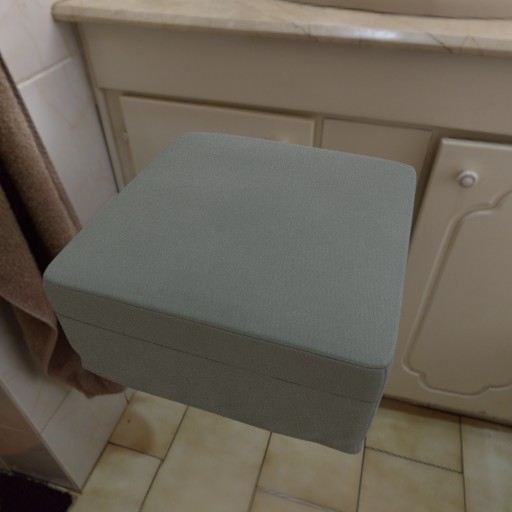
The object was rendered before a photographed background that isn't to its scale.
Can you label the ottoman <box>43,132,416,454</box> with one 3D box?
[{"bbox_3d":[0.000,0.000,1.344,0.842,0.441,0.843,12,43,14],"label":"ottoman"}]
